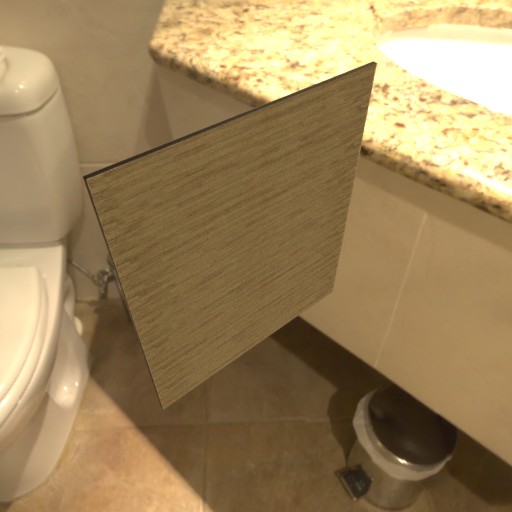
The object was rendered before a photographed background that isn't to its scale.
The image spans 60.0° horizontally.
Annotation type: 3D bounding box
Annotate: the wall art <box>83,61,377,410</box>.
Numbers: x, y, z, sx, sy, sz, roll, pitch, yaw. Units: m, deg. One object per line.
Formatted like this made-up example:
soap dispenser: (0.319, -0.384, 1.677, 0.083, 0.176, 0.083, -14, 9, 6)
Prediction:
wall art: (0.000, 0.000, 0.788, 0.483, 0.559, 0.009, -30, 53, -26)
